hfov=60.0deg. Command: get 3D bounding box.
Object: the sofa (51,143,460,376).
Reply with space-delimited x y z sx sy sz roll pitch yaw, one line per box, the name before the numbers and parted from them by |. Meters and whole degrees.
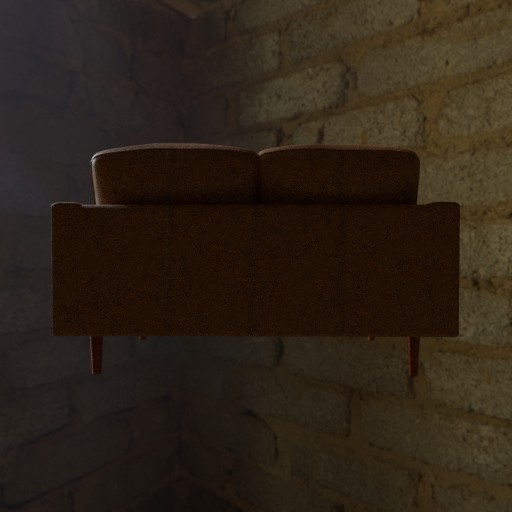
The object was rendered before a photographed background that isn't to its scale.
sofa | 0.000 0.000 2.160 1.578 0.951 0.909 0 1 1
